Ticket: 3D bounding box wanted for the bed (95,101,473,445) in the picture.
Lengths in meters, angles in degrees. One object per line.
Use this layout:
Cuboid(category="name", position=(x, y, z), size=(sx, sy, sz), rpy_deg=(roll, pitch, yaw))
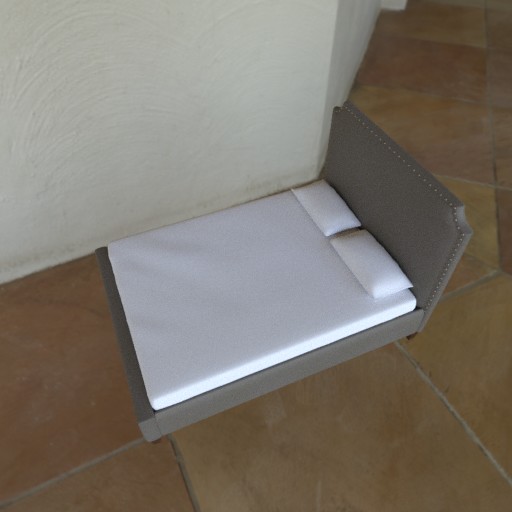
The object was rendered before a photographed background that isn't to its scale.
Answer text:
Cuboid(category="bed", position=(0.000, 0.000, 3.487), size=(2.372, 1.443, 1.712), rpy_deg=(-18, 50, -15))
